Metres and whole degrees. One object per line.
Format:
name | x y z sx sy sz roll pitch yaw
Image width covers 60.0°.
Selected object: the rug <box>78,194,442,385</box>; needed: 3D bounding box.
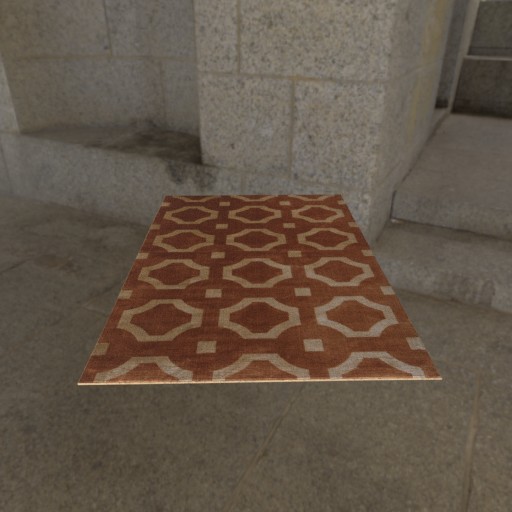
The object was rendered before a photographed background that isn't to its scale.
rug | 0.000 0.000 2.895 1.555 0.016 2.286 -1 28 -1
